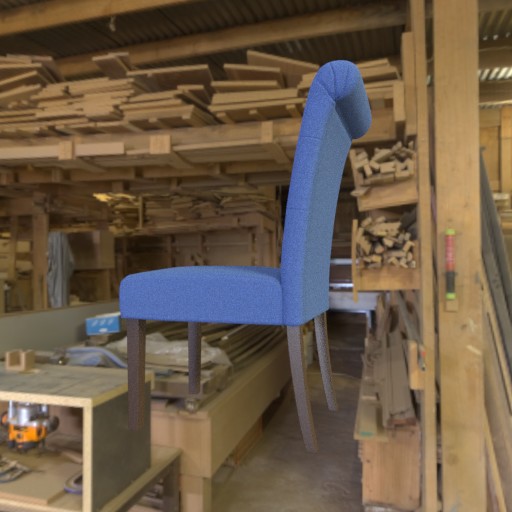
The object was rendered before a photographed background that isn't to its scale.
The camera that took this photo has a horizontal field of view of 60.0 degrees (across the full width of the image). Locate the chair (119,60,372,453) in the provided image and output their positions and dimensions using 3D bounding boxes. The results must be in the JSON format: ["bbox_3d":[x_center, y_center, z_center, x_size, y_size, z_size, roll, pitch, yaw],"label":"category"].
[{"bbox_3d":[0.000,0.000,1.373,0.671,1.006,0.456,0,-1,19],"label":"chair"}]
